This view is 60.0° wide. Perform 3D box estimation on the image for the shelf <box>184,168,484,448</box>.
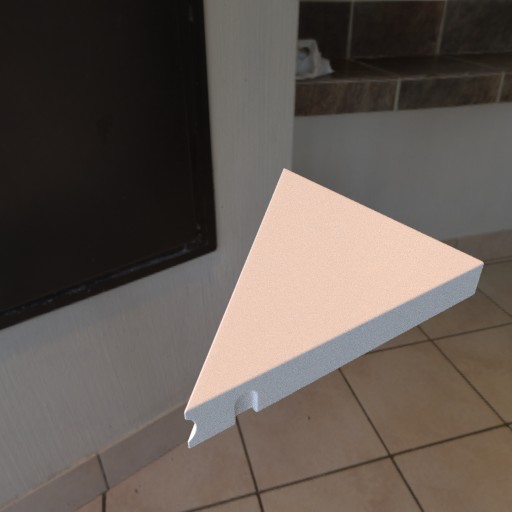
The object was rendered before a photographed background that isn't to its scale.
[{"bbox_3d":[0.000,0.000,0.439,0.296,0.035,0.296,-19,36,-29],"label":"shelf"}]
